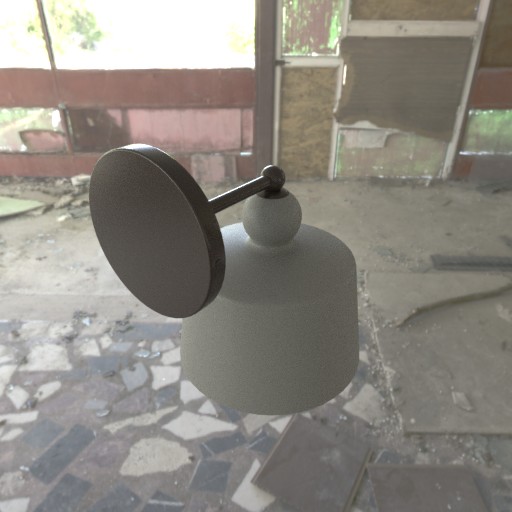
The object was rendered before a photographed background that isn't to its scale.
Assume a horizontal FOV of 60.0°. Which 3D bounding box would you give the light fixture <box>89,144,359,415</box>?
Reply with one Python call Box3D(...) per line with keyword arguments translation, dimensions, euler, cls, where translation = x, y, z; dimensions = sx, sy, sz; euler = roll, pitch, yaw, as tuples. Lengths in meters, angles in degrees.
Box3D(translation=(0.000, 0.000, 0.430), dimensions=(0.204, 0.268, 0.254), euler=(21, 36, 32), cls="light fixture")
